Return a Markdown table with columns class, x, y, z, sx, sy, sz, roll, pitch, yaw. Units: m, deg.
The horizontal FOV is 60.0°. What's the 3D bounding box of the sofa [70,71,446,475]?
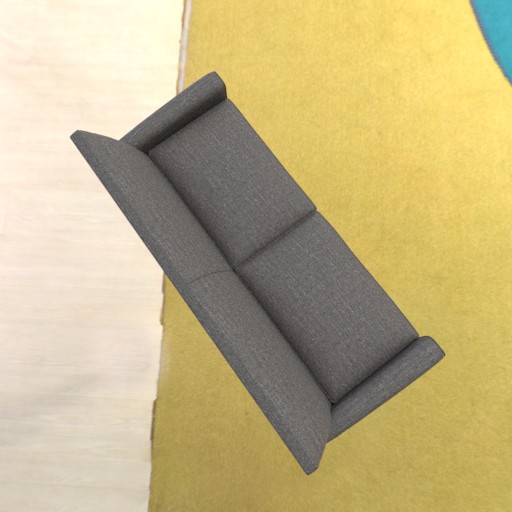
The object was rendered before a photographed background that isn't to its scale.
| class | x | y | z | sx | sy | sz | roll | pitch | yaw |
| --- | --- | --- | --- | --- | --- | --- | --- | --- | --- |
| sofa | 0.000 | 0.000 | 2.448 | 0.875 | 0.846 | 1.976 | -36 | 79 | -8 |
